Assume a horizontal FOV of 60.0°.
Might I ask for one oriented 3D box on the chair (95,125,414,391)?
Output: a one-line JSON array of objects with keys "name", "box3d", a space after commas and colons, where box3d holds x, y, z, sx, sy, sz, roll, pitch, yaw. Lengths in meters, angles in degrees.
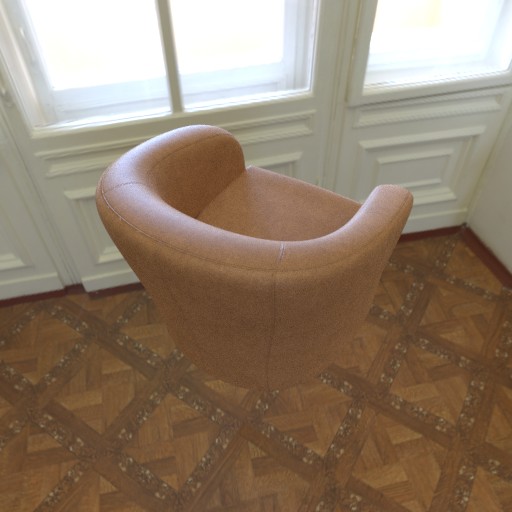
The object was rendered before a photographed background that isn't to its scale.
[{"name": "chair", "box3d": [0.000, 0.000, 1.435, 0.791, 0.771, 0.815, 23, 51, 21]}]
